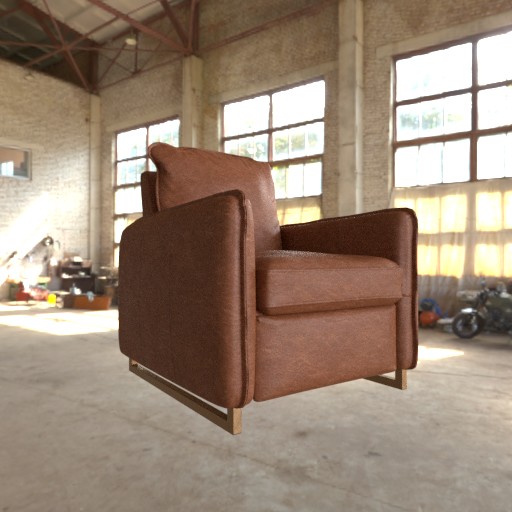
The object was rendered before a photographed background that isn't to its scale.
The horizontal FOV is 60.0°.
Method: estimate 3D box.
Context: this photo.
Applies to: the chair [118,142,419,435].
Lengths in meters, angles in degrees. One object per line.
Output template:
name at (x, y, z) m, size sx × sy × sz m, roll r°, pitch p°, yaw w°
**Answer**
chair at (0.000, 0.000, 1.671) m, size 0.830 × 0.922 × 0.922 m, roll 0°, pitch 0°, yaw -35°
